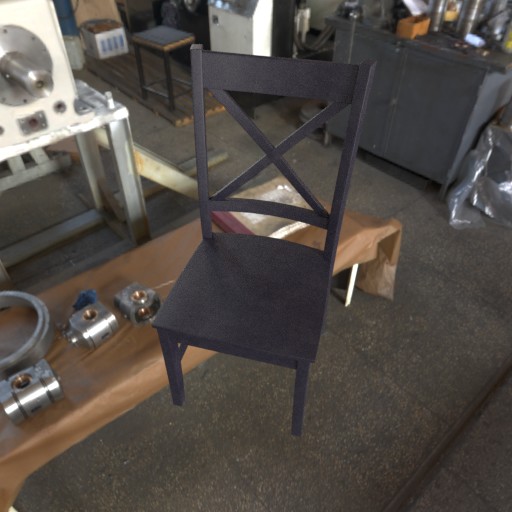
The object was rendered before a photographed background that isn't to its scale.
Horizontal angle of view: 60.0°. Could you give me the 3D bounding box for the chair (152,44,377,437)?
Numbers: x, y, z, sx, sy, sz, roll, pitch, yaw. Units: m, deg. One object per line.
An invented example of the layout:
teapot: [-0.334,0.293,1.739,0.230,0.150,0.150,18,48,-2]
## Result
chair: [0.000,0.000,1.293,0.485,0.983,0.542,10,43,11]
